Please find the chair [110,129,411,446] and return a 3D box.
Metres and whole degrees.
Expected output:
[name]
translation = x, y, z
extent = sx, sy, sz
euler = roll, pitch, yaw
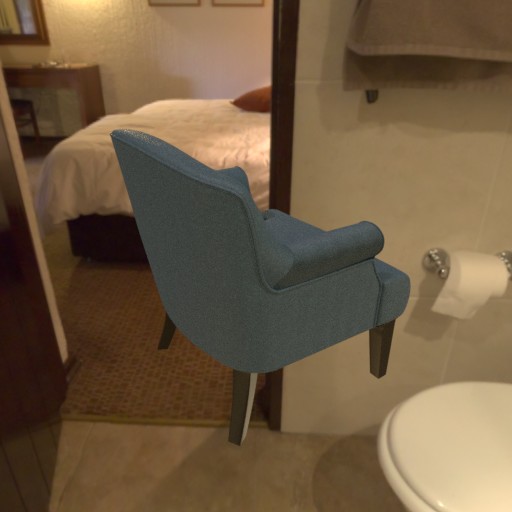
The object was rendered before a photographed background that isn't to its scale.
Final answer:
[chair]
translation = 0.000, 0.000, 1.480
extent = 0.754, 0.878, 0.770
euler = -18, 32, -31
